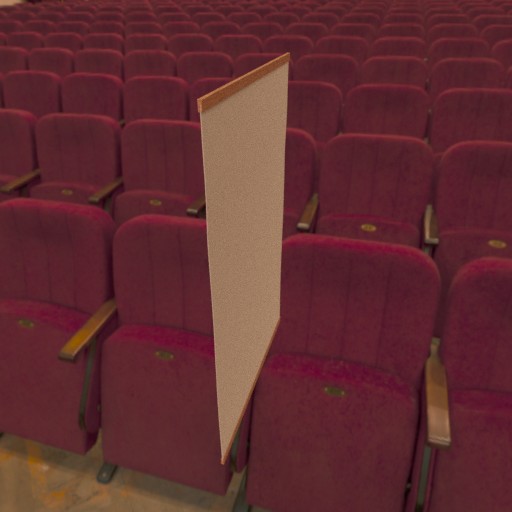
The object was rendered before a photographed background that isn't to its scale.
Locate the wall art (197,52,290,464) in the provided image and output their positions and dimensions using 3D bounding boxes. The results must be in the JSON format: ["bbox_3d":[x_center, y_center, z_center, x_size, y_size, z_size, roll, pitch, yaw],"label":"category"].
[{"bbox_3d":[0.000,0.000,1.948,0.019,1.527,1.019,9,32,14],"label":"wall art"}]
